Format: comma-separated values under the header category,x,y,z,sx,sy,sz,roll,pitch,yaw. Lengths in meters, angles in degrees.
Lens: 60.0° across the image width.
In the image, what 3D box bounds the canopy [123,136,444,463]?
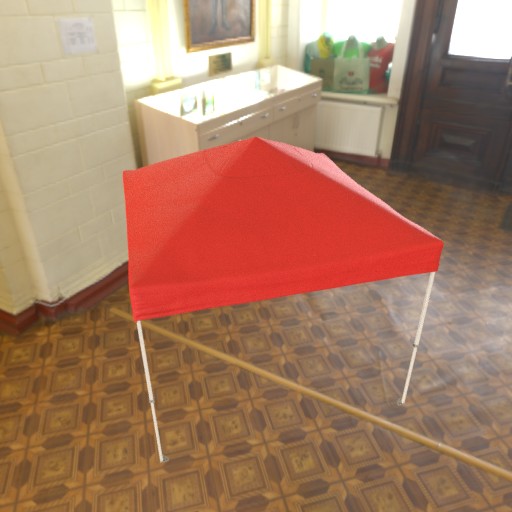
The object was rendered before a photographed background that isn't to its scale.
category,x,y,z,sx,sy,sz,roll,pitch,yaw
canopy,0.000,0.000,5.568,2.998,2.997,2.996,-8,31,-13
